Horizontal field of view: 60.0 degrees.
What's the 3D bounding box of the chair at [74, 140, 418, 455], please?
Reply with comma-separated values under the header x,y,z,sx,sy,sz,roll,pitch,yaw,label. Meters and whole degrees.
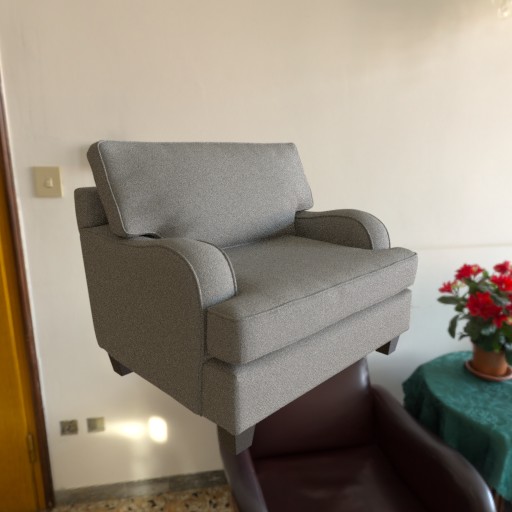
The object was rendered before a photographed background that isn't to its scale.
x,y,z,sx,sy,sz,roll,pitch,yaw,label
0.000,0.000,2.017,1.040,1.016,1.220,13,19,43,chair
